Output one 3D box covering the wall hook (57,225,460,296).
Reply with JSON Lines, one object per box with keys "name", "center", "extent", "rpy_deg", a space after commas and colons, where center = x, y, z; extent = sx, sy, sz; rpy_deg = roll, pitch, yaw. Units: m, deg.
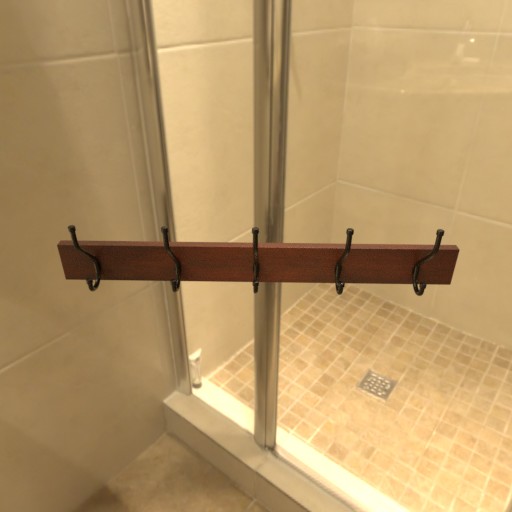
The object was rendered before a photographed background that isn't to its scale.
{"name": "wall hook", "center": [0.000, 0.000, 0.611], "extent": [0.571, 0.117, 0.071], "rpy_deg": [1, 30, 1]}
